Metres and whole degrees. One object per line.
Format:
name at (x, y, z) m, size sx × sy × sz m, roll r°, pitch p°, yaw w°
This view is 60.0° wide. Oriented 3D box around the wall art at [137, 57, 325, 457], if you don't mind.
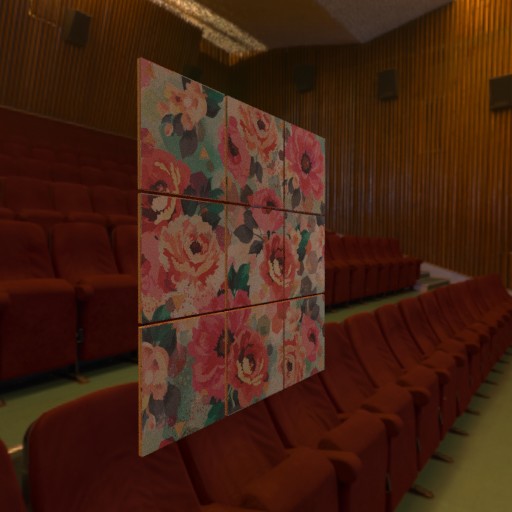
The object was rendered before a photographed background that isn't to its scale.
wall art at (0.000, 0.000, 1.382) m, size 0.012 × 0.910 × 0.911 m, roll 1°, pitch 1°, yaw 36°
